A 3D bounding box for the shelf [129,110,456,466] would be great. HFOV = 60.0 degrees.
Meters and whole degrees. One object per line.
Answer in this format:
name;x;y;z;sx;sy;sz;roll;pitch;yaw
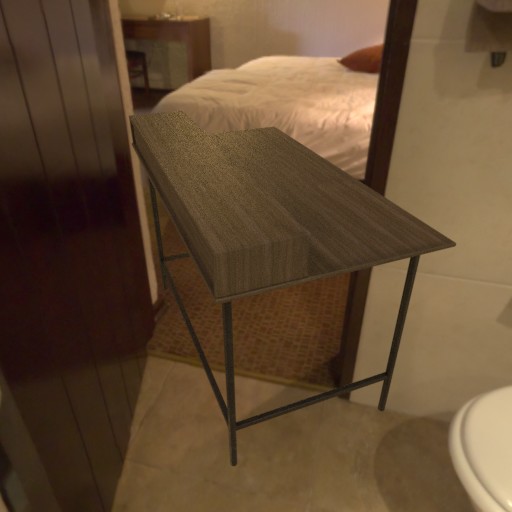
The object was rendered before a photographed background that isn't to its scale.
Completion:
shelf;0.000;0.000;1.737;0.685;0.865;1.212;-12;34;-19
